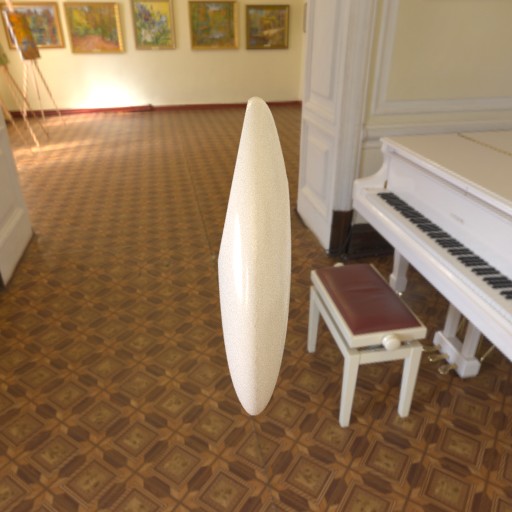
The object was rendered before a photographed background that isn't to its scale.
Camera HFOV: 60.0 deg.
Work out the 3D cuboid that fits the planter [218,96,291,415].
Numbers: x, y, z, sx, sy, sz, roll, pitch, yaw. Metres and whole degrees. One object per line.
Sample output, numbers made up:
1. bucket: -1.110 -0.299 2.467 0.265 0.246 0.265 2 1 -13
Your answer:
1. planter: 0.000 0.000 0.278 0.043 0.188 0.185 1 28 1
